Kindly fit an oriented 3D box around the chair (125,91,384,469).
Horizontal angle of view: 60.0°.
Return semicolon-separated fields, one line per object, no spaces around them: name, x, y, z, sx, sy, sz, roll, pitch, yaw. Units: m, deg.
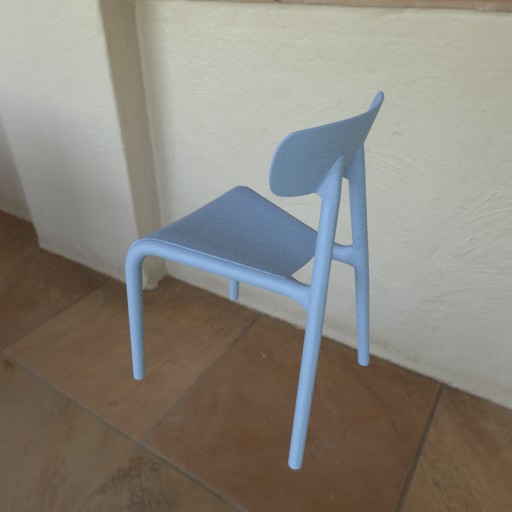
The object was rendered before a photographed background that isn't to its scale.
chair;0.000;0.000;0.820;0.401;0.580;0.356;21;38;29
